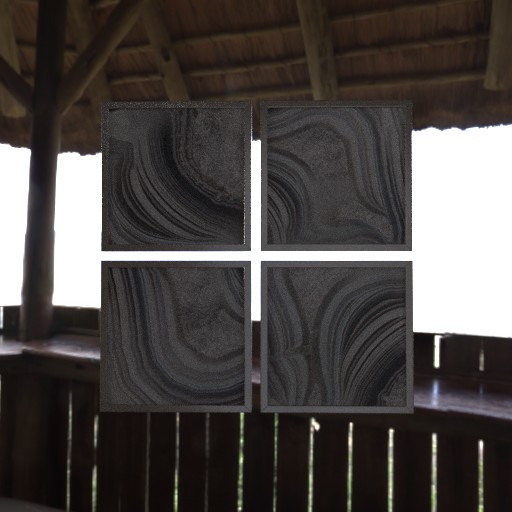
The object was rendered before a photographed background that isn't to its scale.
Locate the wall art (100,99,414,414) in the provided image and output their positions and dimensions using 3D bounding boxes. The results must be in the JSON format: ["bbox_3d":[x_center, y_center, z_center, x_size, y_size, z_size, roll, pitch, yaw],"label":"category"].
[{"bbox_3d":[0.000,0.000,0.881,0.611,0.611,0.029,0,-1,1],"label":"wall art"}]
